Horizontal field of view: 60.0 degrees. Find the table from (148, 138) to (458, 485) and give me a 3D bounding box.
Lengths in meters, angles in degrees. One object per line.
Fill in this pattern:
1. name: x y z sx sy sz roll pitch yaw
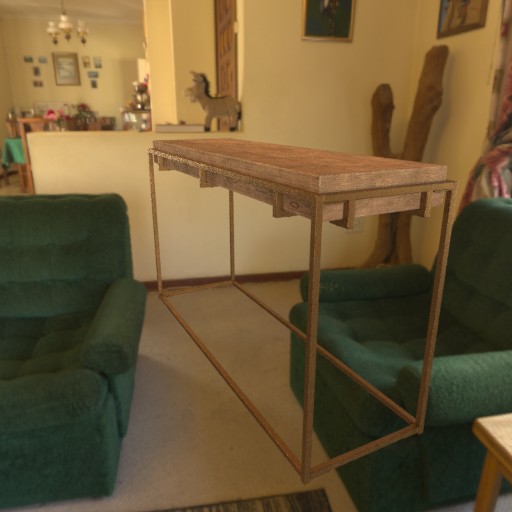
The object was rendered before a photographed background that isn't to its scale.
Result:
1. table: 0.000 0.000 1.746 0.440 0.820 1.400 -9 20 -26
